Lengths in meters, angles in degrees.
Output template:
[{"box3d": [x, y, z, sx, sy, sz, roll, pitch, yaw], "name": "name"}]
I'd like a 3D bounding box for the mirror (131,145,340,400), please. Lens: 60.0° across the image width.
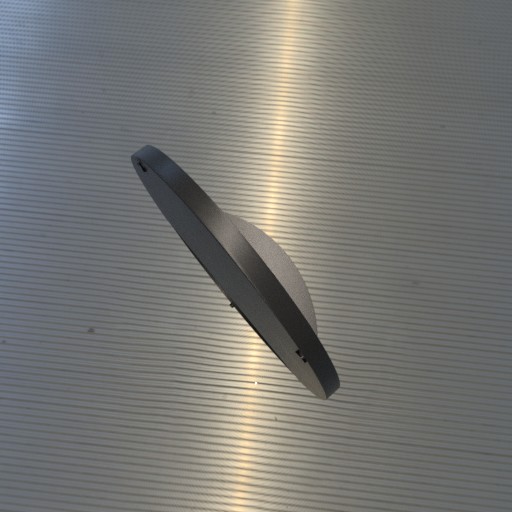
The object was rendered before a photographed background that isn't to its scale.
[{"box3d": [0.000, 0.000, 0.697, 0.133, 0.457, 0.457, -38, 78, -10], "name": "mirror"}]
